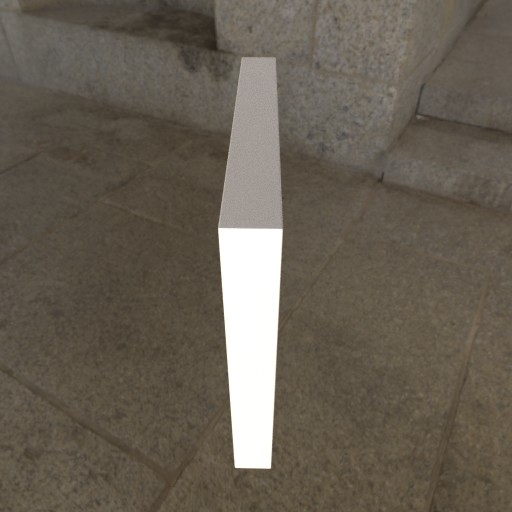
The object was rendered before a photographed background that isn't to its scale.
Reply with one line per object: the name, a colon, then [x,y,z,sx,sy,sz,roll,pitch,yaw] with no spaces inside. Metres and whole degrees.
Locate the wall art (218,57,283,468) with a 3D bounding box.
wall art: [0.000,0.000,0.465,0.037,0.305,0.305,1,41,1]
